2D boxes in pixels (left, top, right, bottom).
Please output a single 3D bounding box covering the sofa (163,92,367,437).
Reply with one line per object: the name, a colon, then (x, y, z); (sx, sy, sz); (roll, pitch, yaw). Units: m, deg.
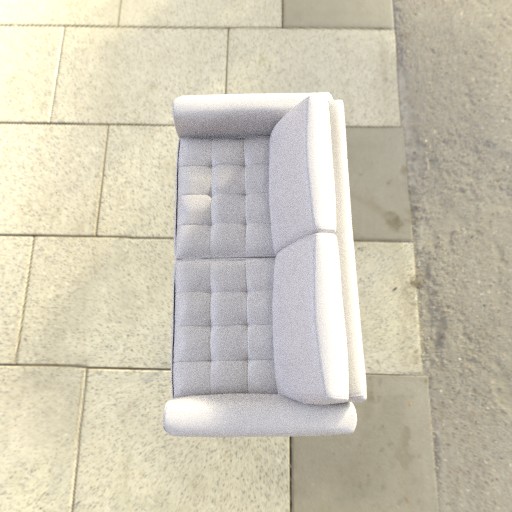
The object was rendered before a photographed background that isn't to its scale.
sofa: (0.000, 0.000, 2.829); (1.121, 0.930, 2.177); (-1, 75, 0)
